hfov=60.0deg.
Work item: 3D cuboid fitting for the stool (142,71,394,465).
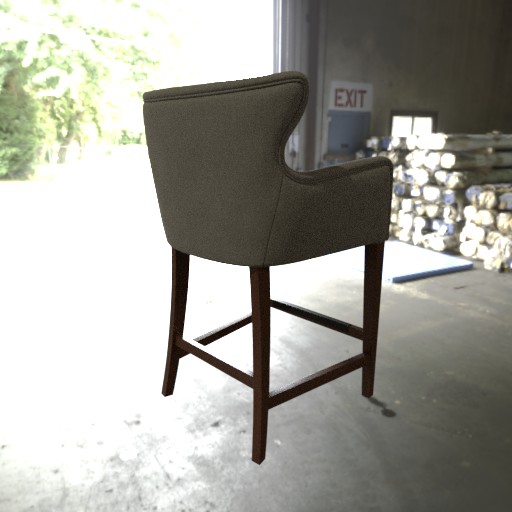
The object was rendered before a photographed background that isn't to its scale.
[{"bbox_3d":[0.000,0.000,1.324,0.575,0.951,0.575,-14,20,-42],"label":"stool"}]
